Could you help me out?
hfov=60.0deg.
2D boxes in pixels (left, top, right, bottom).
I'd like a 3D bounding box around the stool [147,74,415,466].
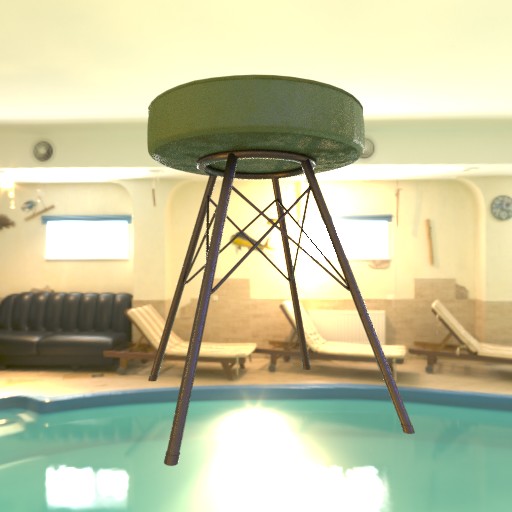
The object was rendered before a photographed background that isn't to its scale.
[{"bbox_3d":[0.000,0.000,0.901,0.430,0.595,0.457,0,0,-17],"label":"stool"}]
